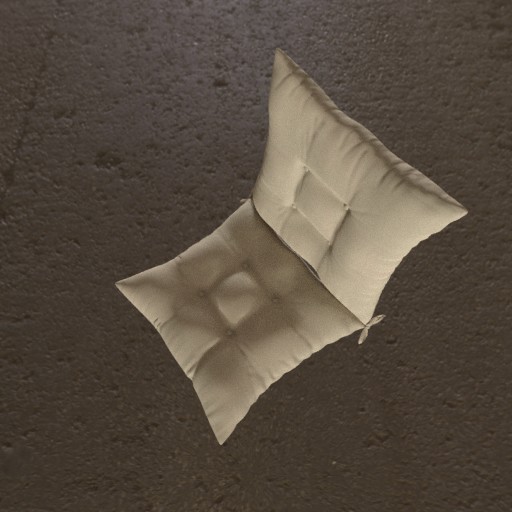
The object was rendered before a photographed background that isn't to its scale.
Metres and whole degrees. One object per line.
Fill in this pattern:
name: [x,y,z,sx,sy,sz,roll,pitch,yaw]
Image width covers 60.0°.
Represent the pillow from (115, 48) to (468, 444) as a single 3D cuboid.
pillow: [0.000,0.000,0.990,0.585,0.536,0.541,-34,68,-16]
